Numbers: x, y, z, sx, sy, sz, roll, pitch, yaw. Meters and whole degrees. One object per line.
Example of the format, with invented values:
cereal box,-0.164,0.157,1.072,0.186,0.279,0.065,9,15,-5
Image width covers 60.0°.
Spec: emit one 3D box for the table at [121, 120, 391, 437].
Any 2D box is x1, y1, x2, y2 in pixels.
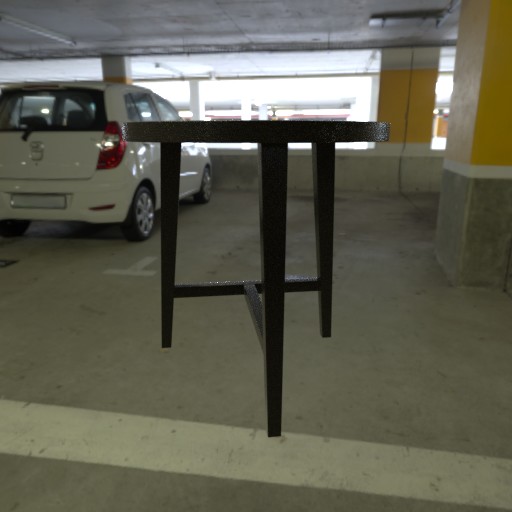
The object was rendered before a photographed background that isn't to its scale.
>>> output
table,0.000,0.000,0.928,0.500,0.531,0.500,0,15,0
